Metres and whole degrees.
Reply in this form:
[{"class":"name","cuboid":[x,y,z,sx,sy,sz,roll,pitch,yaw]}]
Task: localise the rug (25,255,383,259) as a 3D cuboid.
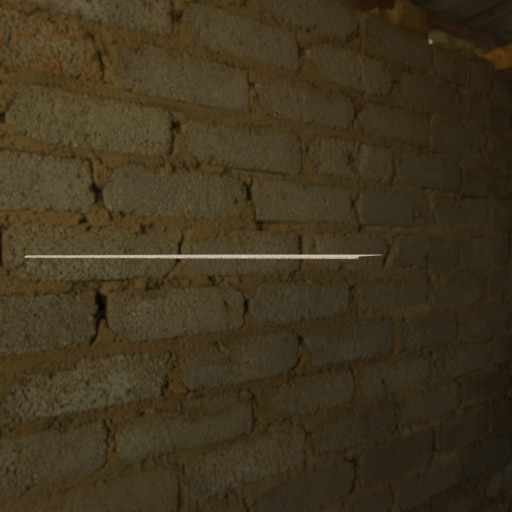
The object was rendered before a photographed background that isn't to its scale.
[{"class":"rug","cuboid":[0.000,0.000,2.325,1.219,0.010,1.829,0,0,18]}]
